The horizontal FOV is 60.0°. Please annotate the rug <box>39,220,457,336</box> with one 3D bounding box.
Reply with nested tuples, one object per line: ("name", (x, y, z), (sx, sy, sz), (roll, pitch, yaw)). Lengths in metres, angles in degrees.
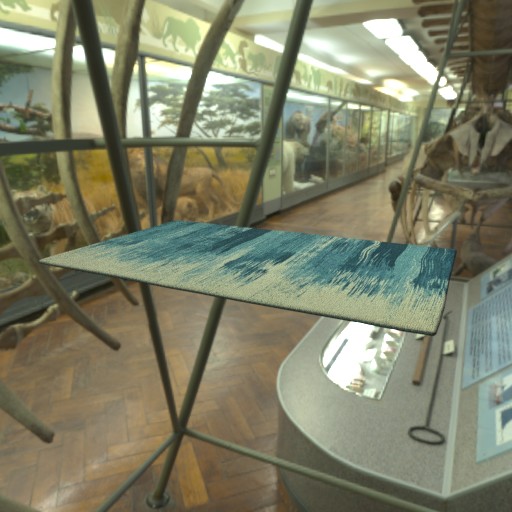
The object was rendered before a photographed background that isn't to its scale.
("rug", (0.000, 0.000, 3.026), (2.450, 0.027, 1.540), (8, 17, 25))
